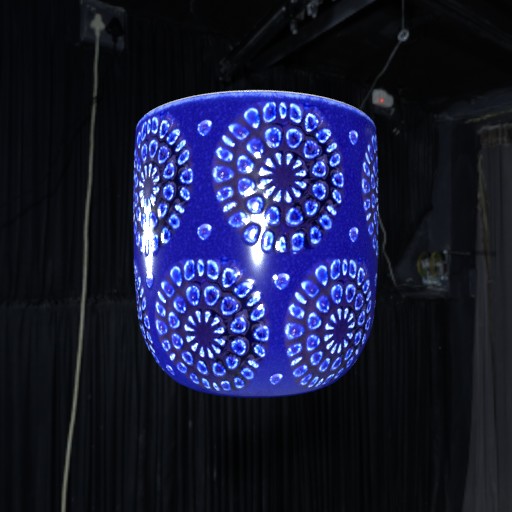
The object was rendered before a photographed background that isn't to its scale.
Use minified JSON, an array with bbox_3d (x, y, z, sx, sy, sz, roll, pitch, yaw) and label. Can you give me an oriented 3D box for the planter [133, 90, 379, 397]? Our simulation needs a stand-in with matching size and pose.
[{"bbox_3d":[0.000,0.000,0.204,0.109,0.112,0.109,0,-2,0],"label":"planter"}]
